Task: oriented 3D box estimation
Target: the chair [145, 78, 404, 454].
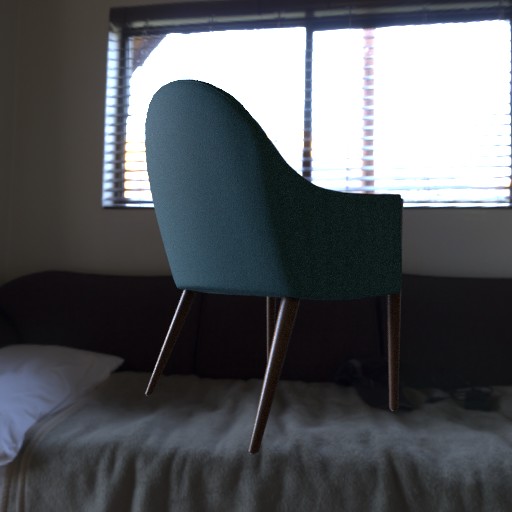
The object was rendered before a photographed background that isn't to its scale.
[{"bbox_3d":[0.000,0.000,1.370,0.652,0.907,0.656,1,-2,-37],"label":"chair"}]
